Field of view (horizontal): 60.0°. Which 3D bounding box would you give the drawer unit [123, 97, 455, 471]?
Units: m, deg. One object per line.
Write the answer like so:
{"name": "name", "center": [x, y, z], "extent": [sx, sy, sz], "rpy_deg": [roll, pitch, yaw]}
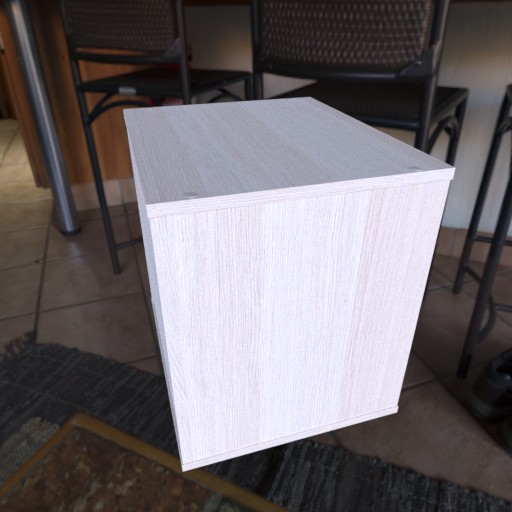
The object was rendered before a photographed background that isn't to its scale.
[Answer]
{"name": "drawer unit", "center": [0.000, 0.000, 0.616], "extent": [0.290, 0.344, 0.349], "rpy_deg": [-9, 32, -15]}
